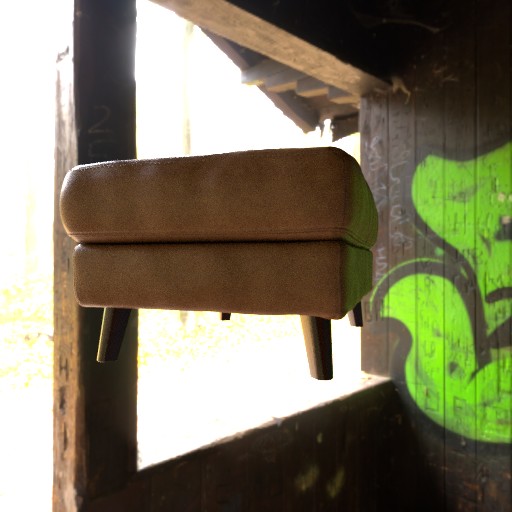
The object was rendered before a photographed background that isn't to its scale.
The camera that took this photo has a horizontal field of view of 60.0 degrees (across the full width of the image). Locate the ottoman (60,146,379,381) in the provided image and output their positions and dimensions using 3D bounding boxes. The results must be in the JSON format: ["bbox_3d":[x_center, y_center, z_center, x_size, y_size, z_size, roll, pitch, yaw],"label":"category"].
[{"bbox_3d":[0.000,0.000,1.221,0.630,0.461,0.869,0,-1,18],"label":"ottoman"}]
